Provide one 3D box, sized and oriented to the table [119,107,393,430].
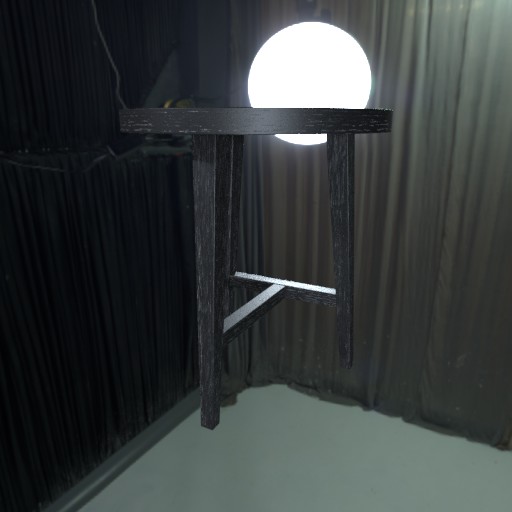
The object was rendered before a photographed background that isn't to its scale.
[{"bbox_3d":[0.000,0.000,0.739,0.399,0.460,0.399,0,17,0],"label":"table"}]
